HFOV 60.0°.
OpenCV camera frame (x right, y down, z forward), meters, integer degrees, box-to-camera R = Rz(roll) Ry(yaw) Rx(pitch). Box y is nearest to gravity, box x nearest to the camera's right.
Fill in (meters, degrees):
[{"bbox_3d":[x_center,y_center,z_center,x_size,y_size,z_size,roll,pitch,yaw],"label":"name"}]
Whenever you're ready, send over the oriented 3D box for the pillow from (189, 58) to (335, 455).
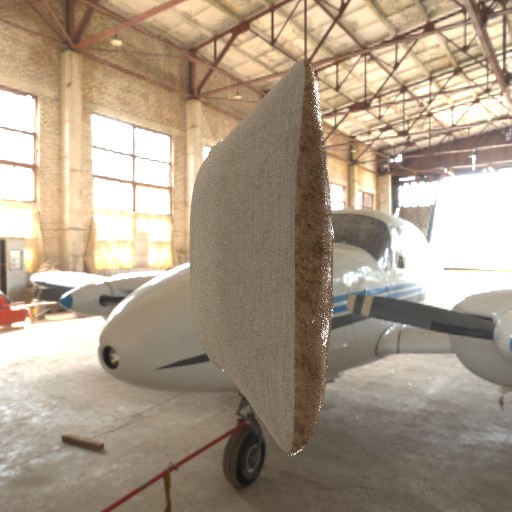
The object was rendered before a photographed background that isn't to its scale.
[{"bbox_3d":[0.000,0.000,0.822,0.216,0.525,0.538,0,0,-18],"label":"pillow"}]
